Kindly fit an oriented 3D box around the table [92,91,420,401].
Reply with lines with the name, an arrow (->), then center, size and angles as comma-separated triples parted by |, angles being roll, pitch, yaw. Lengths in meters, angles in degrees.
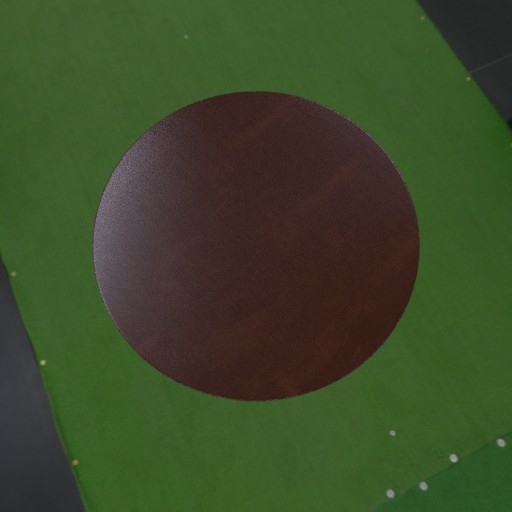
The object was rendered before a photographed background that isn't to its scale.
table -> 0.000, 0.000, 1.482 | 0.911, 0.512, 0.911 | 0, 73, 0
